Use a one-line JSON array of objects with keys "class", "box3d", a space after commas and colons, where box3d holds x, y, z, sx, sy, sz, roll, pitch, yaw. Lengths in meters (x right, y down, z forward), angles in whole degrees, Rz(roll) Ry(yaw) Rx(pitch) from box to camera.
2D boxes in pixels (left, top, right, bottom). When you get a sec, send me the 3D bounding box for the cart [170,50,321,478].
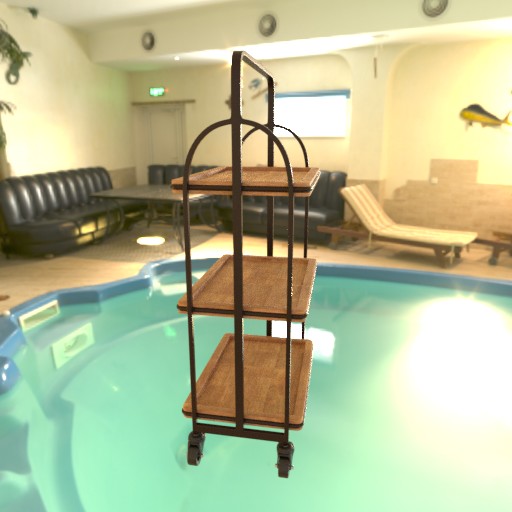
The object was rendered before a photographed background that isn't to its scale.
[{"class": "cart", "box3d": [0.000, 0.000, 1.244, 0.327, 1.001, 0.553, 3, 16, 10]}]
